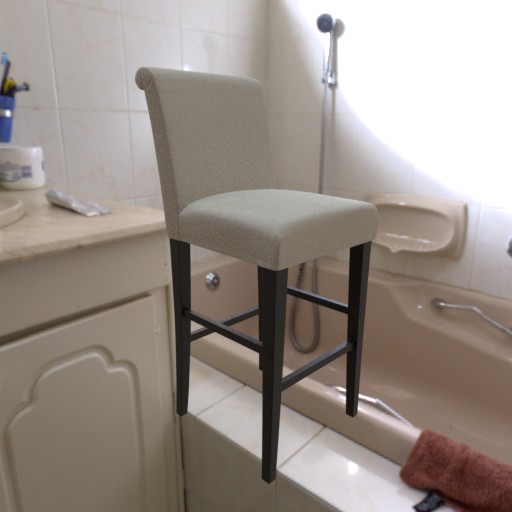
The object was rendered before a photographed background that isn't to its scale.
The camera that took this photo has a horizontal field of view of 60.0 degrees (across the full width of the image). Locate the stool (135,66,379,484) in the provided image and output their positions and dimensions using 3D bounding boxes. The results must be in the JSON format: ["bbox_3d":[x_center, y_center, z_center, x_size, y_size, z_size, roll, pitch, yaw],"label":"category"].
[{"bbox_3d":[0.000,0.000,1.410,0.452,1.124,0.597,-15,22,-43],"label":"stool"}]
